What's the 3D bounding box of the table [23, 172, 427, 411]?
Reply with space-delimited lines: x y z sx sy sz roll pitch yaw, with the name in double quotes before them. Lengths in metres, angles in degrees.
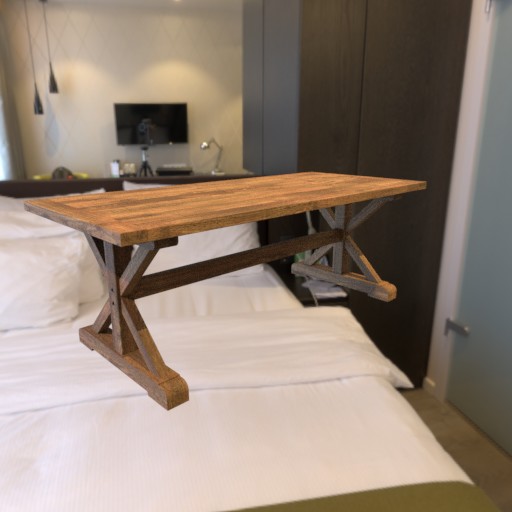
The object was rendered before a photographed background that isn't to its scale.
"table" 0.000 0.000 2.455 2.031 0.733 0.907 -15 22 -42
